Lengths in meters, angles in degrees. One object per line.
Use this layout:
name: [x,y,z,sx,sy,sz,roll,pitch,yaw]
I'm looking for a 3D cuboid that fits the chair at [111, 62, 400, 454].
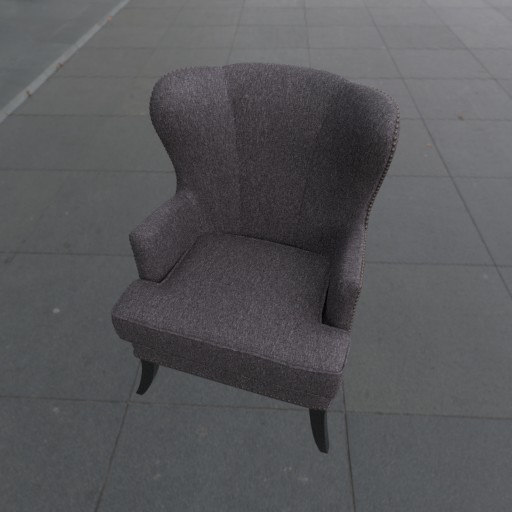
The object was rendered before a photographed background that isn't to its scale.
chair: [0.000,0.000,1.533,0.759,1.060,0.758,12,44,13]
